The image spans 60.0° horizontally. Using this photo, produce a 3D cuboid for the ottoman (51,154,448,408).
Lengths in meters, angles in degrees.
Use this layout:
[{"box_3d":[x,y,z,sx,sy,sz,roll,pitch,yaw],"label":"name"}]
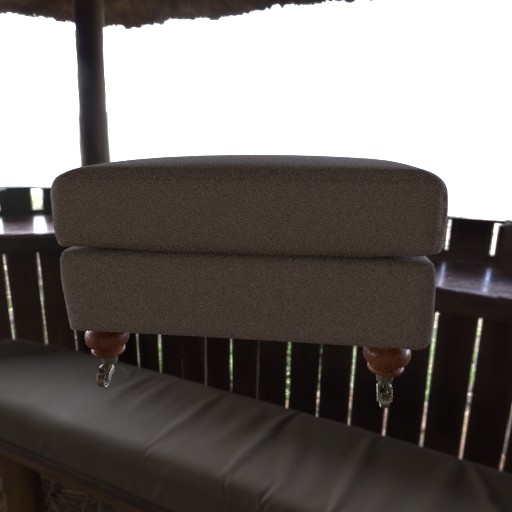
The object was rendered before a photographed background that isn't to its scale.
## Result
[{"box_3d":[0.000,0.000,1.118,0.773,0.497,0.574,2,14,7],"label":"ottoman"}]
